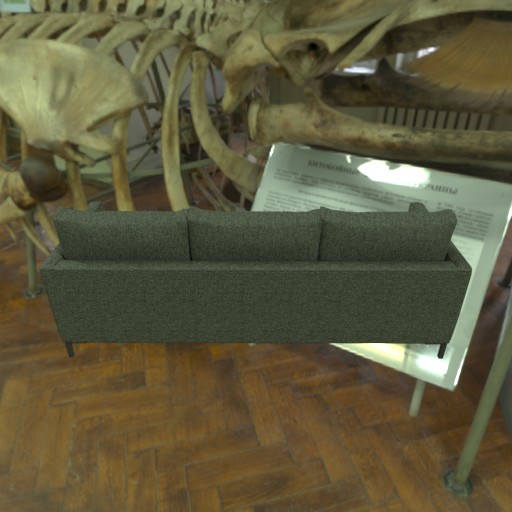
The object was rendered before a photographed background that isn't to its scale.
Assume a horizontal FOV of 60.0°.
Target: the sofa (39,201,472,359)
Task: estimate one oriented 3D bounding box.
[{"bbox_3d":[0.000,0.000,2.721,2.253,0.879,0.876,0,31,0],"label":"sofa"}]
